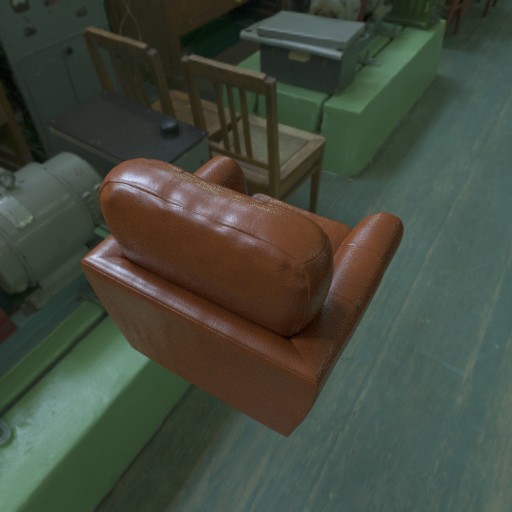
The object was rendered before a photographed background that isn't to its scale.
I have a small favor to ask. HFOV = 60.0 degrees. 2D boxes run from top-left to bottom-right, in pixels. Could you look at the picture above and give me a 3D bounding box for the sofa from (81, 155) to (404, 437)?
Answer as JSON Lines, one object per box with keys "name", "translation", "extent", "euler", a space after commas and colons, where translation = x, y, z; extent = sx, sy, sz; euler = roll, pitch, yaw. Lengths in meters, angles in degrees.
{"name": "sofa", "translation": [0.000, 0.000, 1.539], "extent": [0.836, 0.876, 0.789], "euler": [23, 51, 20]}
